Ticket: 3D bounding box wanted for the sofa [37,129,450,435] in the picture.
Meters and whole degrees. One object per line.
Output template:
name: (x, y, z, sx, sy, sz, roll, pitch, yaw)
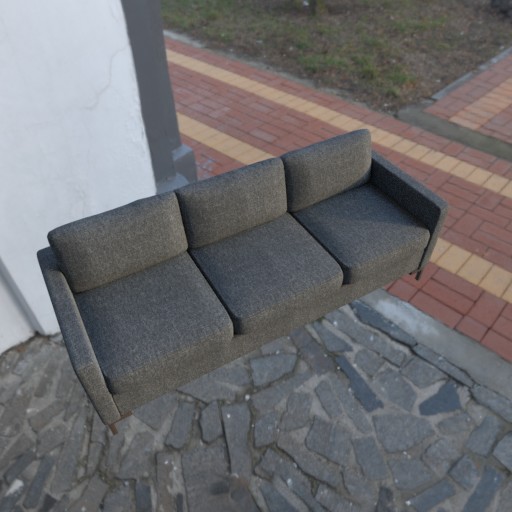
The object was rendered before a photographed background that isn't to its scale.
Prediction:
sofa: (0.000, 0.000, 2.633, 2.218, 0.874, 0.859, -22, 49, -21)
